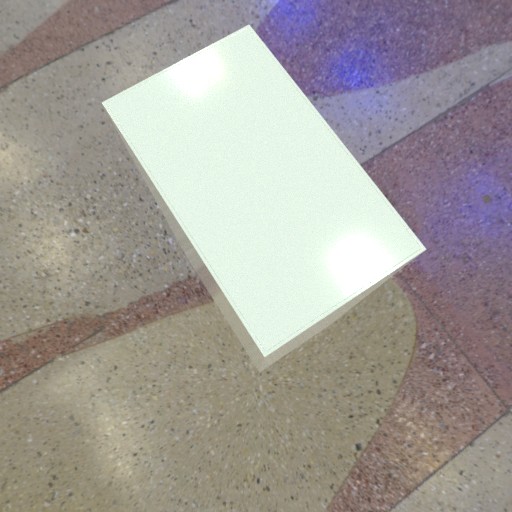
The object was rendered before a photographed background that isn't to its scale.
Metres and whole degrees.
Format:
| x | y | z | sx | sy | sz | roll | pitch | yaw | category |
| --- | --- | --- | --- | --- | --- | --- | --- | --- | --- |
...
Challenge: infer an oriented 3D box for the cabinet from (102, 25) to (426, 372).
| x | y | z | sx | sy | sz | roll | pitch | yaw | category |
| --- | --- | --- | --- | --- | --- | --- | --- | --- | --- |
| 0.000 | 0.000 | 2.317 | 0.580 | 1.920 | 0.980 | -32 | 77 | -9 | cabinet |
